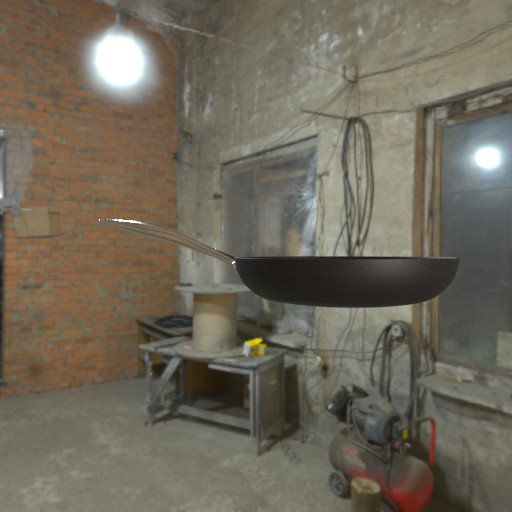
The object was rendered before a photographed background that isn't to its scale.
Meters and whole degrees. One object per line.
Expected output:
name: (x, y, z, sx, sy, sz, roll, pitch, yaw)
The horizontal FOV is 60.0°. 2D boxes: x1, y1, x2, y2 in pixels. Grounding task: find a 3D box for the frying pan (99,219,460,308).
frying pan: (0.000, 0.000, 0.564, 0.472, 0.105, 0.255, 0, 1, 19)
